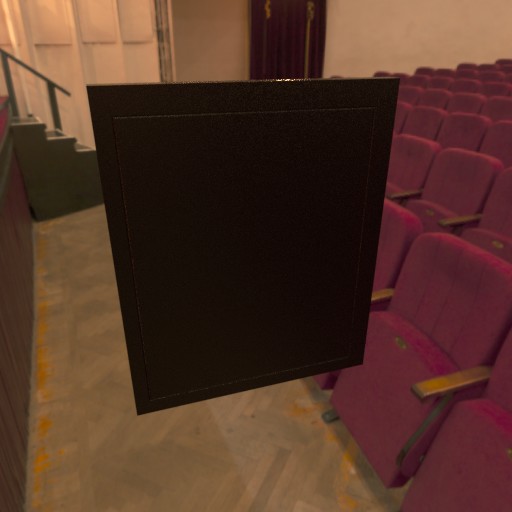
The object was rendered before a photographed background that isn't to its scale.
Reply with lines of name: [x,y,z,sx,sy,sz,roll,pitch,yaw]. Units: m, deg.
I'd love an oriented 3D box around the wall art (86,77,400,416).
wall art: [0.000,0.000,0.757,0.461,0.558,0.031,-8,27,-16]
